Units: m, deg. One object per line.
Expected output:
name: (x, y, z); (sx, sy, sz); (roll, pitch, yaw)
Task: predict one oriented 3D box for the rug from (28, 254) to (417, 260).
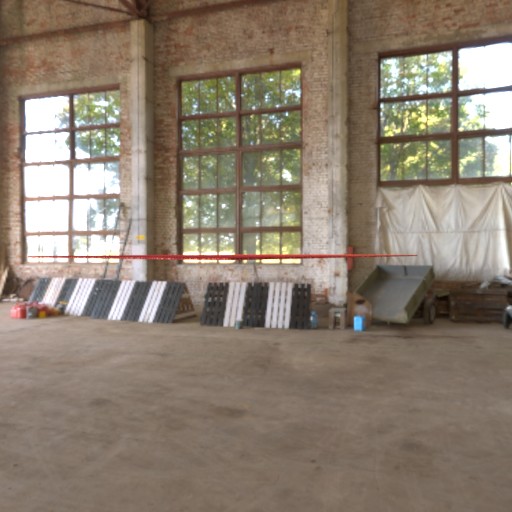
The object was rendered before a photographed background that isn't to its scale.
rug: (0.000, 0.000, 3.124); (1.531, 0.010, 2.442); (0, 1, 36)
